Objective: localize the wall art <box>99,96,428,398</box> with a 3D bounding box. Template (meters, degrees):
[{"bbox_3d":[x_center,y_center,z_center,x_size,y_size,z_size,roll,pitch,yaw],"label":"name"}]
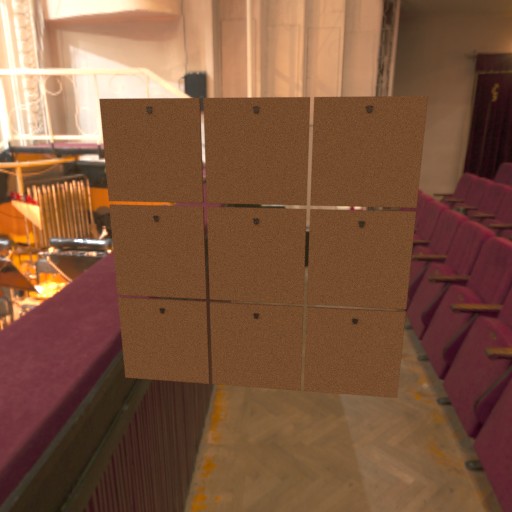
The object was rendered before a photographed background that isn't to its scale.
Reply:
[{"bbox_3d":[0.000,0.000,2.271,1.533,1.532,0.019,2,16,7],"label":"wall art"}]
